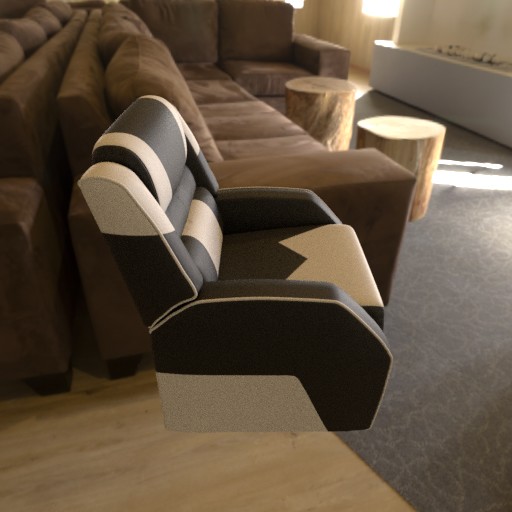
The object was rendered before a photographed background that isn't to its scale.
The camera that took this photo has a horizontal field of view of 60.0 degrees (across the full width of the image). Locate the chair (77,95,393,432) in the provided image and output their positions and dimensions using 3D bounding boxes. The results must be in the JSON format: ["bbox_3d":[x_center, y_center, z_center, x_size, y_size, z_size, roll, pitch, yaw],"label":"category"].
[{"bbox_3d":[0.000,0.000,1.261,0.672,0.805,0.620,0,32,0],"label":"chair"}]
